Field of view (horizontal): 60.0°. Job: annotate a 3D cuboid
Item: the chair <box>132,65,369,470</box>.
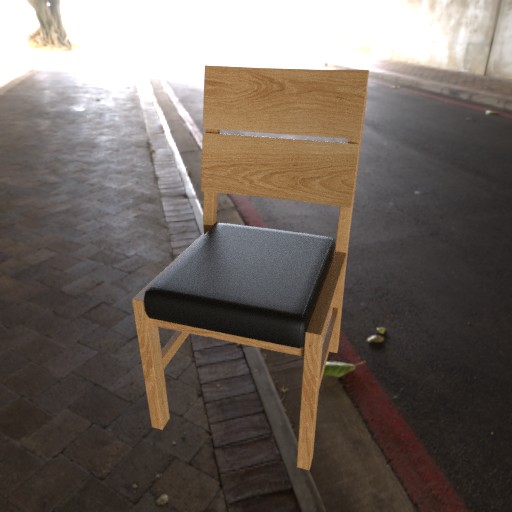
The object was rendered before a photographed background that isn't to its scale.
[{"bbox_3d":[0.000,0.000,1.261,0.475,0.950,0.569,8,29,16],"label":"chair"}]
